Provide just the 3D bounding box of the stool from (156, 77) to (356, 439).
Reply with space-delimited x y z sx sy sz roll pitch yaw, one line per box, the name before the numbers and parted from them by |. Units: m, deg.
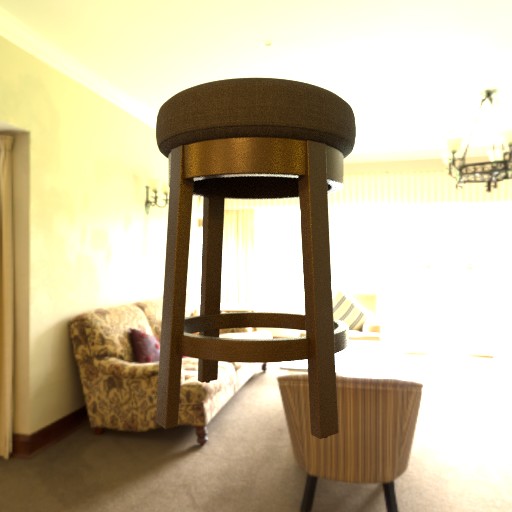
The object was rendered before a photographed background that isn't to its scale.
stool | 0.000 0.000 0.974 0.449 0.655 0.449 0 0 0
